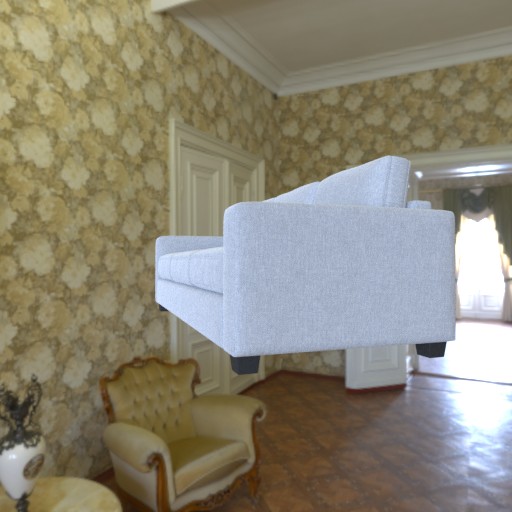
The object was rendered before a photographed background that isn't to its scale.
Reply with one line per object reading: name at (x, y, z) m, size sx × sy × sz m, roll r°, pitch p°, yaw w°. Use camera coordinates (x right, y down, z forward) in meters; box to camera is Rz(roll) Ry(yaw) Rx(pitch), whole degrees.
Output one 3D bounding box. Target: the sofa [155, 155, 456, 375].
sofa at (0.000, 0.000, 2.534) m, size 0.900 × 0.800 × 2.120 m, roll 0°, pitch -1°, yaw -19°
